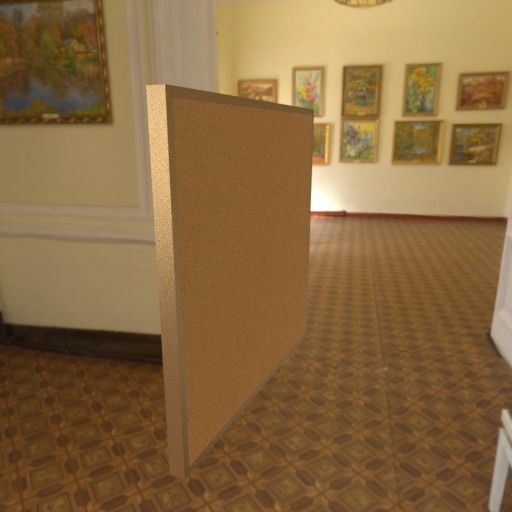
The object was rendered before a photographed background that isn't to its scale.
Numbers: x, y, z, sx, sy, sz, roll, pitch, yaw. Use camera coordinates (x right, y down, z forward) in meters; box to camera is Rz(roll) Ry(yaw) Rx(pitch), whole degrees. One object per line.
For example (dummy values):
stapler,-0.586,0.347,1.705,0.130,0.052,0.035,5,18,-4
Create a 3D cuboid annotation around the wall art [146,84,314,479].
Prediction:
wall art,0.000,0.000,1.151,0.038,0.762,0.762,7,17,24
